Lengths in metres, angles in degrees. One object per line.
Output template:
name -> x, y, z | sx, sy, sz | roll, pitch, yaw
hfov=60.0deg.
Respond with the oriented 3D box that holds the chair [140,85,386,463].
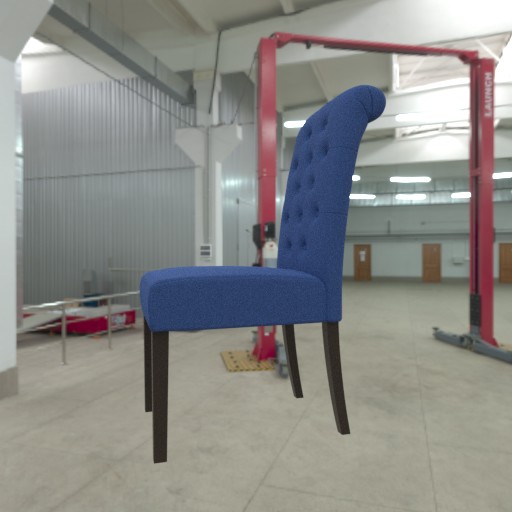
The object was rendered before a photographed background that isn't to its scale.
chair -> 0.000, 0.000, 1.359 | 0.671, 1.006, 0.456 | 0, 0, -17
